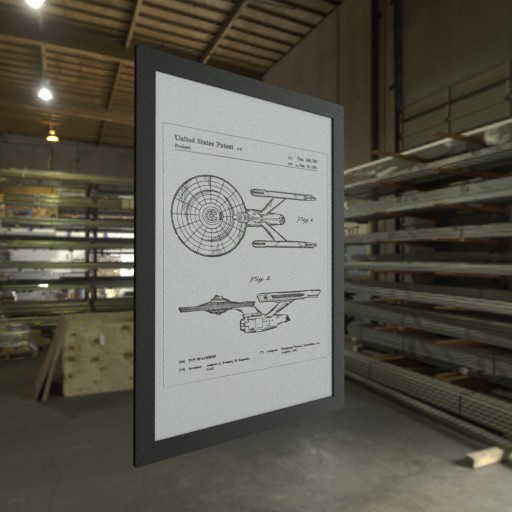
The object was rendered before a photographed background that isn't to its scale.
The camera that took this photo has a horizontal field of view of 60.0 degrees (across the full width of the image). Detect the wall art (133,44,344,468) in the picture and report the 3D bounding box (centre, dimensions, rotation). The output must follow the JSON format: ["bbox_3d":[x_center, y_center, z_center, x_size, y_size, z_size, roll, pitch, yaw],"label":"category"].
[{"bbox_3d":[0.000,0.000,0.670,0.379,0.530,0.008,0,-1,-36],"label":"wall art"}]
